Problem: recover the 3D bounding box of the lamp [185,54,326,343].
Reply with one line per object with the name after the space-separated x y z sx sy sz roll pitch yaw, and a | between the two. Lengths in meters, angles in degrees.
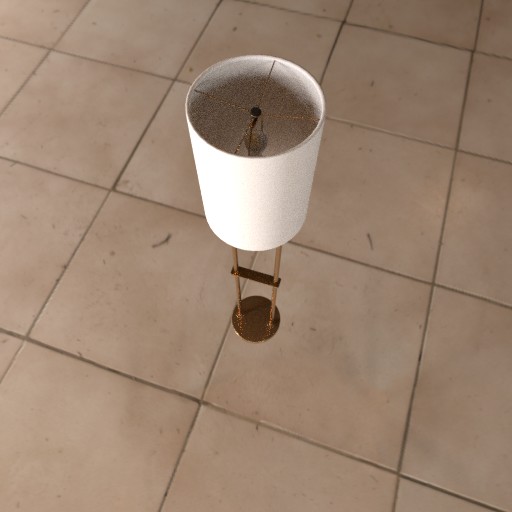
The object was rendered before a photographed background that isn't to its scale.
0.000 0.000 1.633 0.306 1.500 0.305 16 65 8 | lamp
